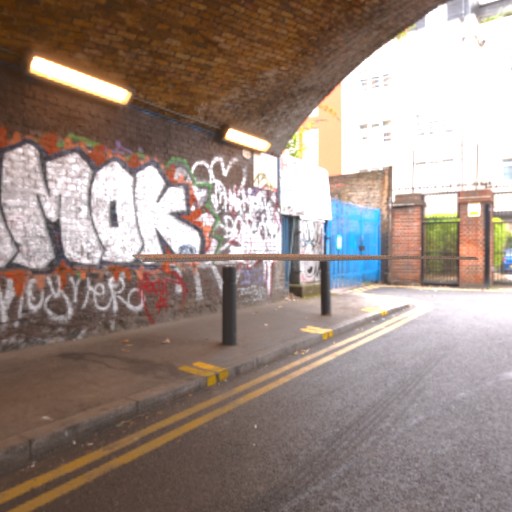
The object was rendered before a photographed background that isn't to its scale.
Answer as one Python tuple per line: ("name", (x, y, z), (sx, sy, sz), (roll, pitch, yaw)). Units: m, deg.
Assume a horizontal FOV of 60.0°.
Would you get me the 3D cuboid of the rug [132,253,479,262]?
("rug", (0.000, 0.000, 3.865), (2.043, 0.026, 2.901), (0, 1, -17))
